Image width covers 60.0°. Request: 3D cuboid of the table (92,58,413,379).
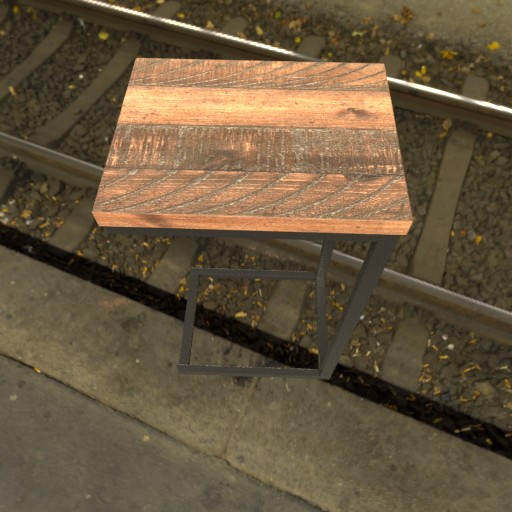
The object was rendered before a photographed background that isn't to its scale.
[{"bbox_3d":[0.000,0.000,0.957,0.414,0.718,0.323,2,59,1],"label":"table"}]
